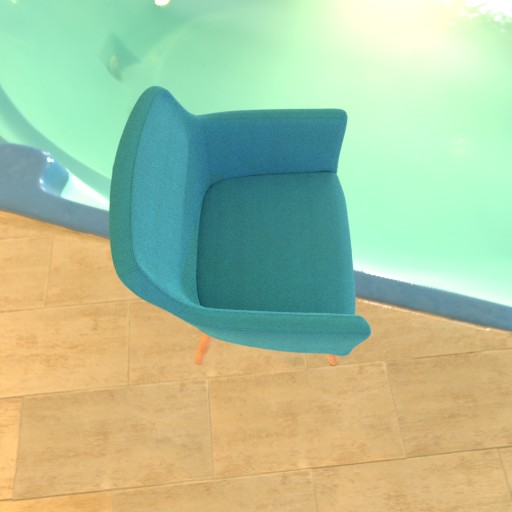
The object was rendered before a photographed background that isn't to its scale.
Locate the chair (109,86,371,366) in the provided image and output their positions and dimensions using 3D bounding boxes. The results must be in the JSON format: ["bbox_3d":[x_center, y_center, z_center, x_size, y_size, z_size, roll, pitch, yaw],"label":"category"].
[{"bbox_3d":[0.000,0.000,1.173,0.540,0.780,0.570,0,64,0],"label":"chair"}]
